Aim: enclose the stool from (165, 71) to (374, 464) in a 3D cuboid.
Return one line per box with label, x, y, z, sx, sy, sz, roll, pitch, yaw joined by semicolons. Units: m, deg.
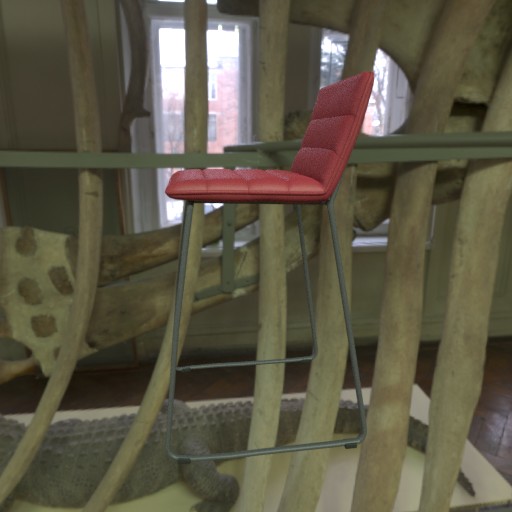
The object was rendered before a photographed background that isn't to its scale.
stool;0.000;0.000;1.246;0.524;0.937;0.489;-2;15;-8
